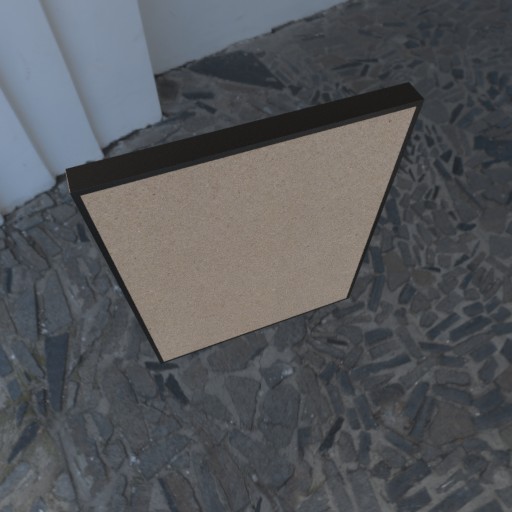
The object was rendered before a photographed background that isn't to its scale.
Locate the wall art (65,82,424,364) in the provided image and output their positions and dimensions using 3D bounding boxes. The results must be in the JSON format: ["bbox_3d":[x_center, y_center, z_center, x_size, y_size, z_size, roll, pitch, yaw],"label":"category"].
[{"bbox_3d":[0.000,0.000,0.766,0.448,0.551,0.038,-18,59,-11],"label":"wall art"}]
